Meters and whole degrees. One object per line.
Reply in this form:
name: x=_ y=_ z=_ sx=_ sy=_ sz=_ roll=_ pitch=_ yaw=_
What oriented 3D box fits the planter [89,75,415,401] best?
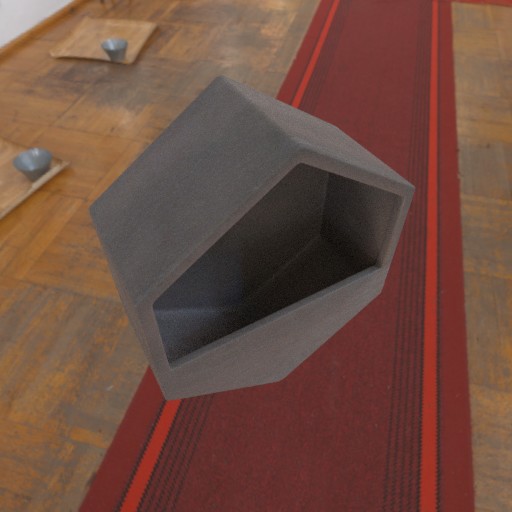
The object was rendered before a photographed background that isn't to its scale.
planter: x=0.000 y=0.000 z=0.284 sx=0.169 sy=0.206 sz=0.077 roll=-23 pitch=51 yaw=-20
